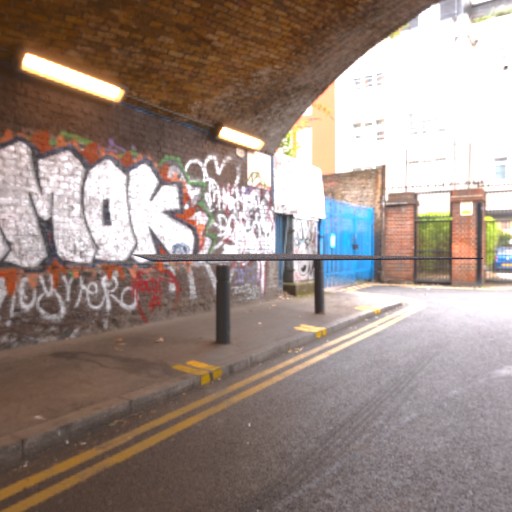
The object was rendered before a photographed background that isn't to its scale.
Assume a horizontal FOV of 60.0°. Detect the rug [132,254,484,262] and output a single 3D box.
[{"bbox_3d":[0.000,0.000,2.333,1.200,0.005,1.819,0,1,-17],"label":"rug"}]
